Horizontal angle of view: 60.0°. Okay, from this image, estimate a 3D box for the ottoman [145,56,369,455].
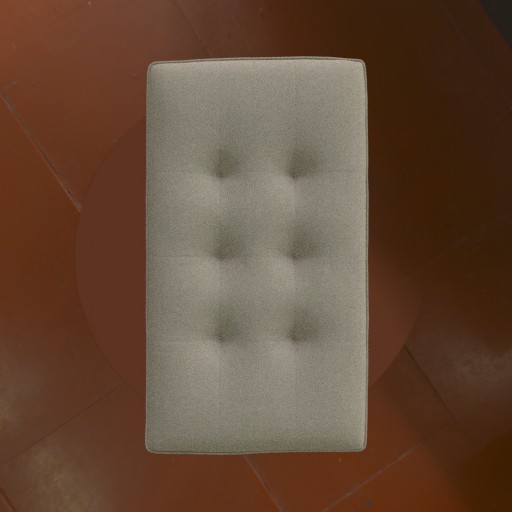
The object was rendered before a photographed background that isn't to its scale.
[{"bbox_3d":[0.000,0.000,1.464,0.648,0.508,1.143,0,90,-1],"label":"ottoman"}]
